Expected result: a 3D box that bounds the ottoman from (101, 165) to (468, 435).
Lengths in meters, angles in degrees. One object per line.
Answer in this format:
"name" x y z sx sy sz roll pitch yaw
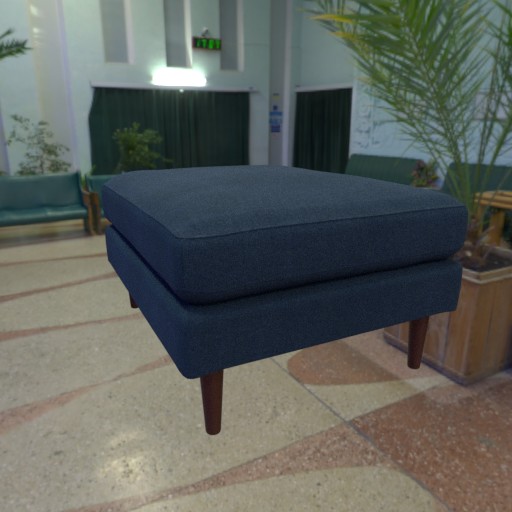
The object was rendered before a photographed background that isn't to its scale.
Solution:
"ottoman" 0.000 0.000 1.239 0.693 0.474 0.821 -8 18 -26
